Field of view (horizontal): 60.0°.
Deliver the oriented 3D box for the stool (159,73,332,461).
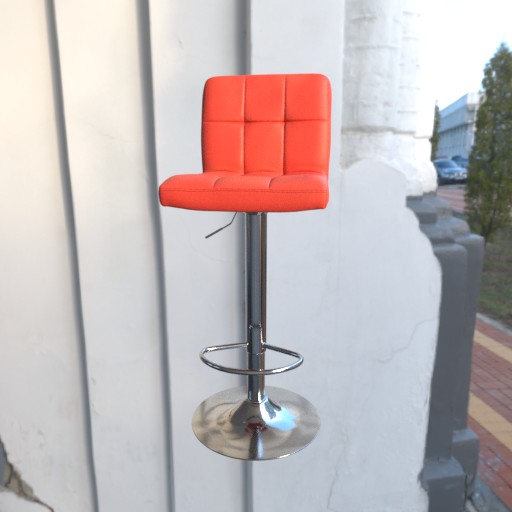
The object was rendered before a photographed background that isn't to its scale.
[{"bbox_3d":[0.000,0.000,1.352,0.430,1.115,0.505,2,13,9],"label":"stool"}]
